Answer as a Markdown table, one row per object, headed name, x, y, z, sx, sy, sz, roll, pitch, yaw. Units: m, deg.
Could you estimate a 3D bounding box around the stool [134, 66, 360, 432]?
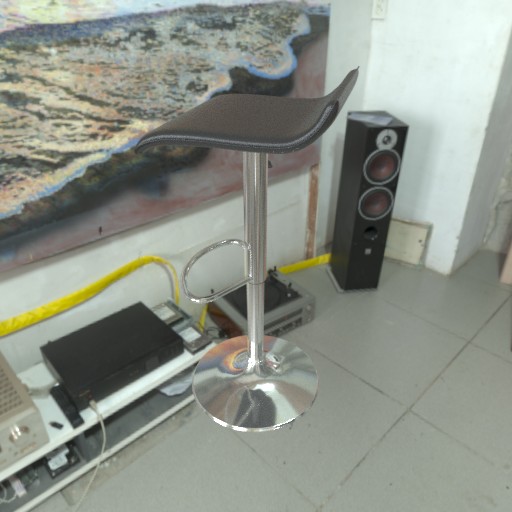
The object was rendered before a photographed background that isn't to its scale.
| name | x | y | z | sx | sy | sz | roll | pitch | yaw |
| --- | --- | --- | --- | --- | --- | --- | --- | --- | --- |
| stool | 0.000 | 0.000 | 1.108 | 0.381 | 0.851 | 0.381 | 8 | 32 | 14 |
